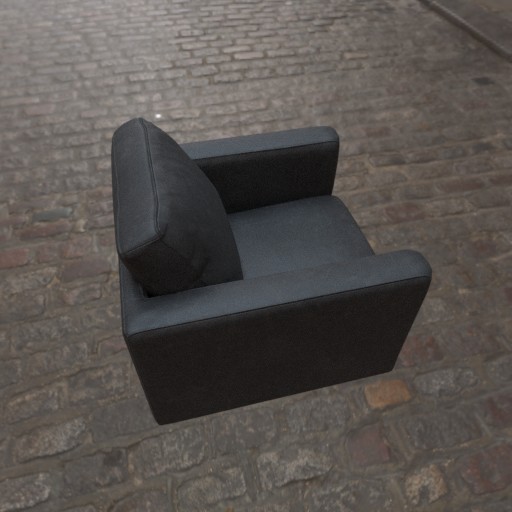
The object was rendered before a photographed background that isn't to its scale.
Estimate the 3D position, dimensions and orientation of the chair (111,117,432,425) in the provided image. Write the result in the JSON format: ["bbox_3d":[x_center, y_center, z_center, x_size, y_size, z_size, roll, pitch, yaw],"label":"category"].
[{"bbox_3d":[0.000,0.000,1.578,0.879,0.898,0.831,-10,48,-10],"label":"chair"}]
